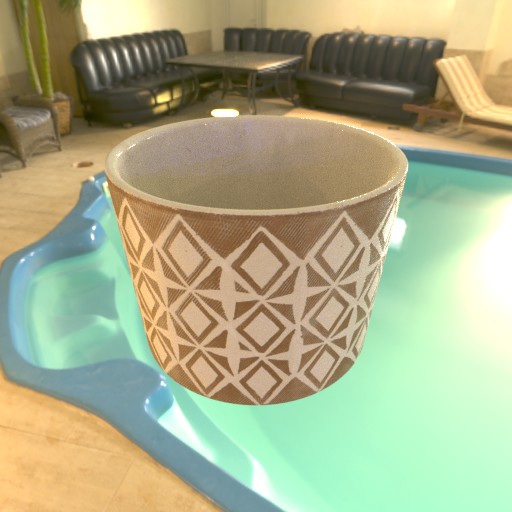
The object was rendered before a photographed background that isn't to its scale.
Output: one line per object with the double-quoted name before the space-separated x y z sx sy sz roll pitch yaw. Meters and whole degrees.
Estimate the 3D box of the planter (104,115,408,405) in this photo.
"planter" 0.000 0.000 0.450 0.260 0.220 0.260 0 31 0
